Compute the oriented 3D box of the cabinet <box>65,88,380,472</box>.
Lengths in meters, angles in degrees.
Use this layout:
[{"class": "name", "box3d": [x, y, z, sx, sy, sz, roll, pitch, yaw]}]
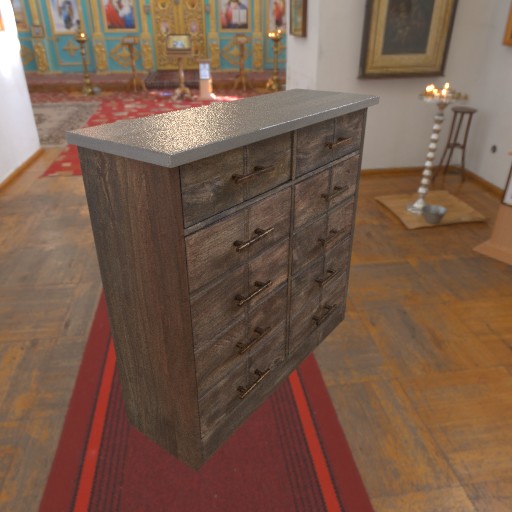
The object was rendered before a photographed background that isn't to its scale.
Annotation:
[{"class": "cabinet", "box3d": [0.000, 0.000, 1.450, 0.338, 0.919, 0.968, 19, 33, 32]}]
